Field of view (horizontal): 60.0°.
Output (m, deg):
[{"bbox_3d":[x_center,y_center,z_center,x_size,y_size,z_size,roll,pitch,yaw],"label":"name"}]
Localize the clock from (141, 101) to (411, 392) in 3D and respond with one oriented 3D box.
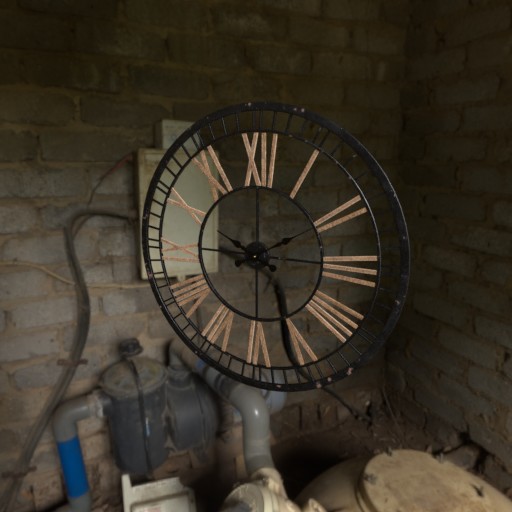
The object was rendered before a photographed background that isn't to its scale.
[{"bbox_3d":[0.000,0.000,1.274,0.843,0.843,0.025,7,15,26],"label":"clock"}]
